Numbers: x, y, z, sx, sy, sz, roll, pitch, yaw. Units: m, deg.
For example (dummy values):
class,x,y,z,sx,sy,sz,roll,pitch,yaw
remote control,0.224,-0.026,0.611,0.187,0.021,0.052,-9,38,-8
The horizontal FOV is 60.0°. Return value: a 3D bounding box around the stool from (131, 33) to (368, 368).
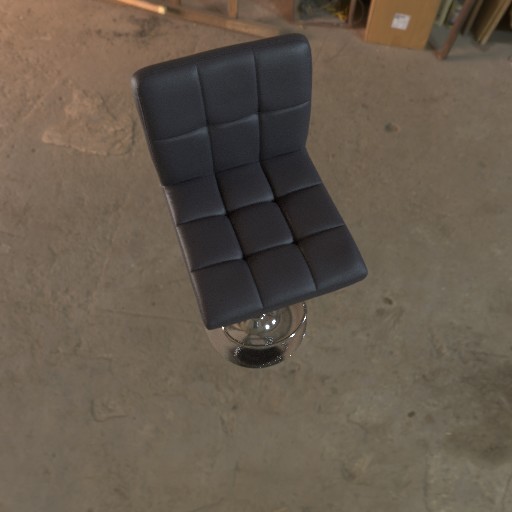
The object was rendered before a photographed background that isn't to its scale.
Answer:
class,x,y,z,sx,sy,sz,roll,pitch,yaw
stool,0.000,0.000,1.360,0.430,1.115,0.505,-17,63,-9
